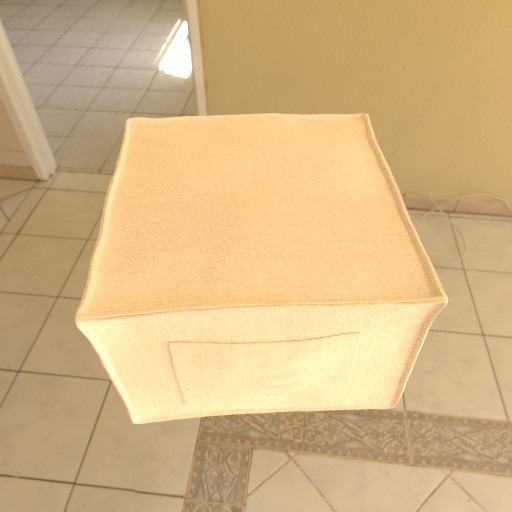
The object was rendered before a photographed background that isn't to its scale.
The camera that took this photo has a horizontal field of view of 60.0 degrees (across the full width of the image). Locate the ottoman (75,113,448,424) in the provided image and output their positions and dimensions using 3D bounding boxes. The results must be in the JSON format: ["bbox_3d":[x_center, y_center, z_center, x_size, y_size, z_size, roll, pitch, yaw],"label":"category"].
[{"bbox_3d":[0.000,0.000,1.163,0.707,0.470,0.696,-3,47,-3],"label":"ottoman"}]
